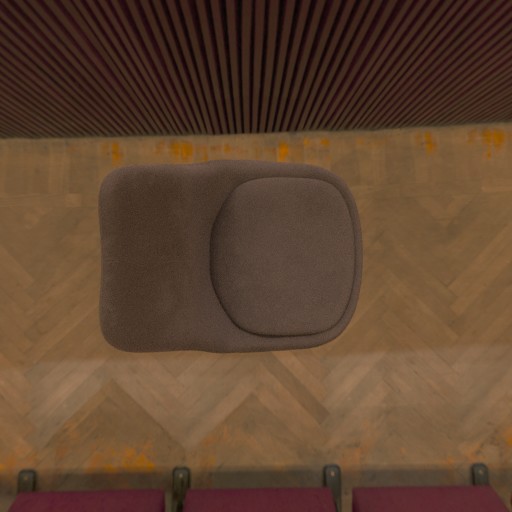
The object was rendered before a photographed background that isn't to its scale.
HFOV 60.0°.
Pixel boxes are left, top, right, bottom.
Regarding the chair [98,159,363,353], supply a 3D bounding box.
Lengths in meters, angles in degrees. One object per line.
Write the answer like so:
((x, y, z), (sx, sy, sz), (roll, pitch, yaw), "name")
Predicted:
((0.000, 0.000, 1.167), (0.550, 0.850, 0.476), (0, 91, -1), "chair")
